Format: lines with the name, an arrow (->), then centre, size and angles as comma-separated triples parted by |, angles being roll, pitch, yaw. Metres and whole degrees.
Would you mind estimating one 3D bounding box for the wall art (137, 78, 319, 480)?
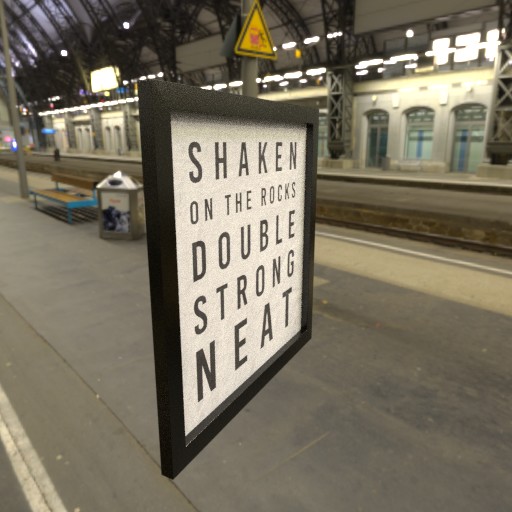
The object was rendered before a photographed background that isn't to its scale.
wall art -> 0.000, 0.000, 0.520 | 0.014, 0.349, 0.349 | 8, 16, 27
